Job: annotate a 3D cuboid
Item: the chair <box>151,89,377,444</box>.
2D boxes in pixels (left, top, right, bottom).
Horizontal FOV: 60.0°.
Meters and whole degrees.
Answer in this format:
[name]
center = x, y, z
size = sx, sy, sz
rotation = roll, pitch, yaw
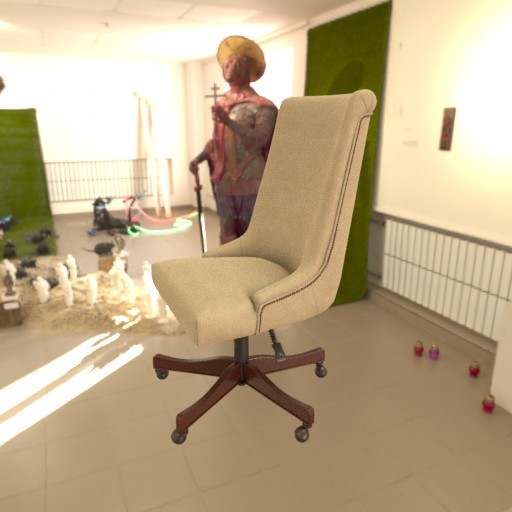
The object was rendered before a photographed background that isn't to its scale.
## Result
[chair]
center = 0.000, 0.000, 1.449
size = 0.696, 1.010, 0.645
rotation = -8, 18, -24
